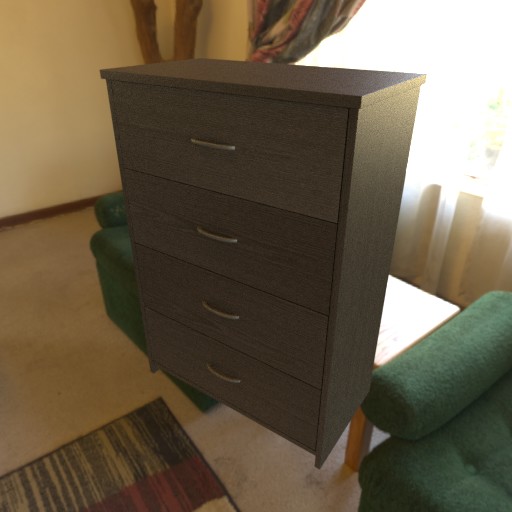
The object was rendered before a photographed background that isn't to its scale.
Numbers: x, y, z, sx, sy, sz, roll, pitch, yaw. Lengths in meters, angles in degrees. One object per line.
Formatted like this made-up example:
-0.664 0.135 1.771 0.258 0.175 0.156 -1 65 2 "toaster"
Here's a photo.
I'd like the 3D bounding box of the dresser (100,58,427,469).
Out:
0.000 0.000 1.322 0.704 1.020 0.399 19 34 30 "dresser"
